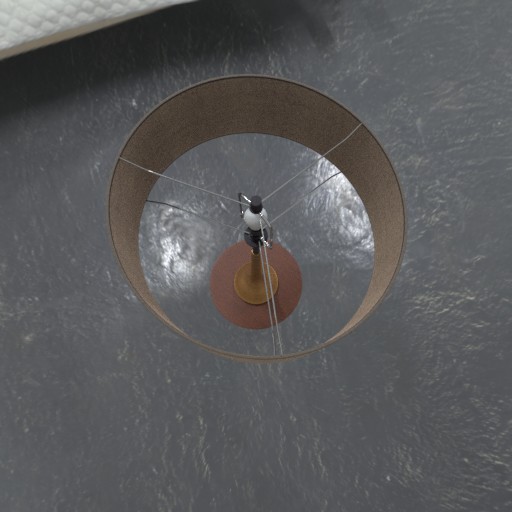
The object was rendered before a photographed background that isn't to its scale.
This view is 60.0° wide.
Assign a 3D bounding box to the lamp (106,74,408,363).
[{"bbox_3d":[0.000,0.000,0.851,0.396,0.551,0.417,-40,78,-10],"label":"lamp"}]
